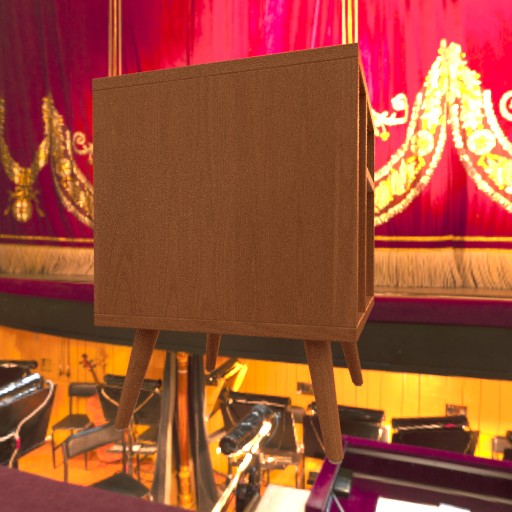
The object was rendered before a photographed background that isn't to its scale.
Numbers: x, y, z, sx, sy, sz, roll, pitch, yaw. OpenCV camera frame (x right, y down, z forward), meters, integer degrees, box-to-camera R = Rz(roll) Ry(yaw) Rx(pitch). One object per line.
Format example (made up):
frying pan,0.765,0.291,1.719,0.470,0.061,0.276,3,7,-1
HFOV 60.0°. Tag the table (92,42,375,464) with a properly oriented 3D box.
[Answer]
table,0.000,0.000,0.815,0.400,0.550,0.400,0,1,18
